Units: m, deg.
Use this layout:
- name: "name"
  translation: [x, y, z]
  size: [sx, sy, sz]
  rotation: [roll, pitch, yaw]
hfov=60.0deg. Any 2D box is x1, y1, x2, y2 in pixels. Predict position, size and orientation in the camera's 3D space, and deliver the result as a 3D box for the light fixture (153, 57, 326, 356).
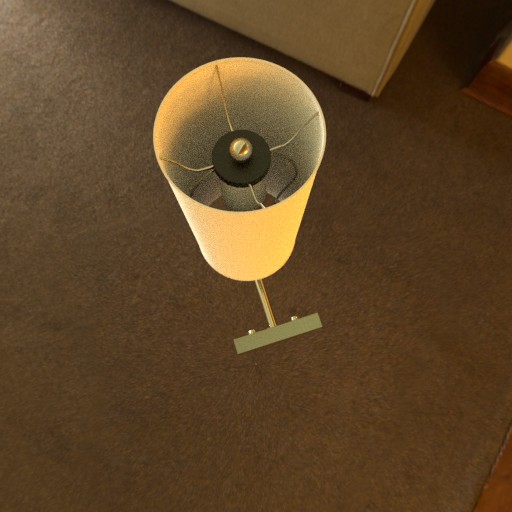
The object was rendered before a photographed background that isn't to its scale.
- name: "light fixture"
  translation: [0.000, 0.000, 0.543]
  size: [0.128, 0.462, 0.208]
  rotation: [-17, 77, -4]
